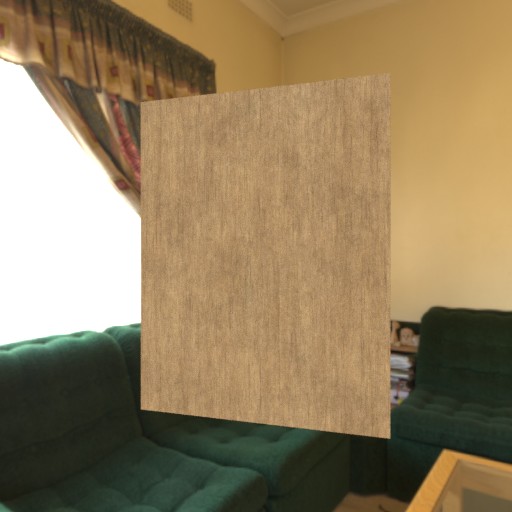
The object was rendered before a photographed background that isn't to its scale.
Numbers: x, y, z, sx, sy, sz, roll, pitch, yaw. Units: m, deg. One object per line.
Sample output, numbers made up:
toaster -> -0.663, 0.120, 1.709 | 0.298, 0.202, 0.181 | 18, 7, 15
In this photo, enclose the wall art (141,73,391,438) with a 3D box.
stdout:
wall art -> 0.000, 0.000, 0.919 | 0.534, 0.686, 0.018 | 0, 0, 17
